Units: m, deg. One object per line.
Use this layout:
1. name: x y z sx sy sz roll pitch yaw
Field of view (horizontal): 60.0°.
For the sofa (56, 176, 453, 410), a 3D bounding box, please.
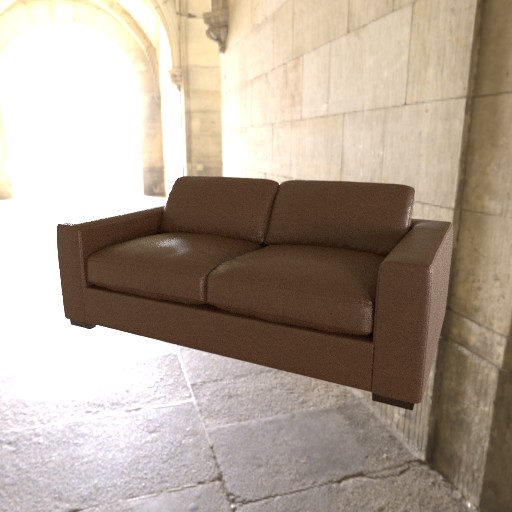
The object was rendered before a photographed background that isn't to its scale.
1. sofa: 0.000 0.000 2.438 1.920 0.800 1.070 7 16 26
